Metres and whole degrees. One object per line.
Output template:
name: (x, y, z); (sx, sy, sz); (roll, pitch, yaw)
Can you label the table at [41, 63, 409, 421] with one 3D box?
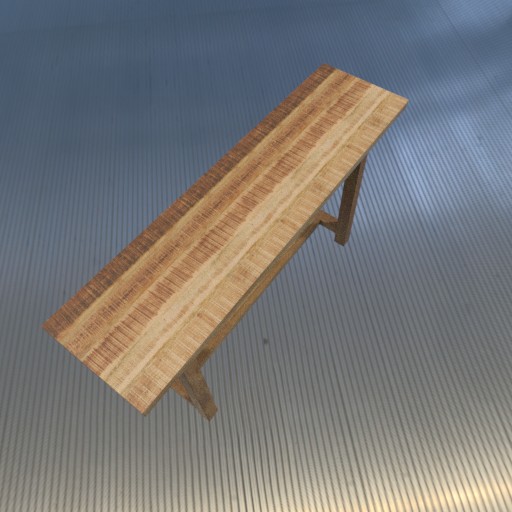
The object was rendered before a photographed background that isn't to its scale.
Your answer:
table: (0.000, 0.000, 1.874); (0.405, 0.810, 1.524); (32, 63, 18)
